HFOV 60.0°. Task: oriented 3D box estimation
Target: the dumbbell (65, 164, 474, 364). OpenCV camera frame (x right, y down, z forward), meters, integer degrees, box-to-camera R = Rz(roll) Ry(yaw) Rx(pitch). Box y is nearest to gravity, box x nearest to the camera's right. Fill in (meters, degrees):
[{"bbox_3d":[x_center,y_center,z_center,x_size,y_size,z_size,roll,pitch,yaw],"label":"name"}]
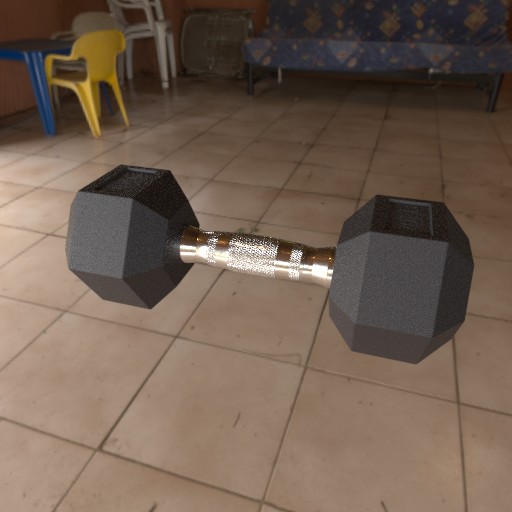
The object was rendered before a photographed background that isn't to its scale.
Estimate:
[{"bbox_3d":[0.000,0.000,0.345,0.297,0.101,0.116,9,33,15],"label":"dumbbell"}]
